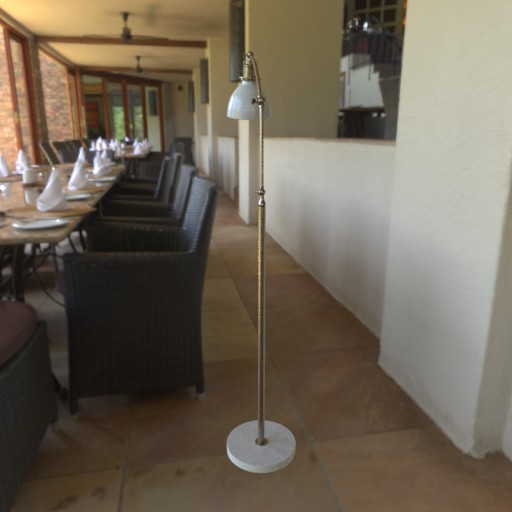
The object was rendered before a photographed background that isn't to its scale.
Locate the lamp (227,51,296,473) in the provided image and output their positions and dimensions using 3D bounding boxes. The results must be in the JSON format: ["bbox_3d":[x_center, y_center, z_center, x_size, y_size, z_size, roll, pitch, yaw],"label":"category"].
[{"bbox_3d":[0.000,0.000,1.800,0.288,1.586,0.599,-2,15,-8],"label":"lamp"}]
